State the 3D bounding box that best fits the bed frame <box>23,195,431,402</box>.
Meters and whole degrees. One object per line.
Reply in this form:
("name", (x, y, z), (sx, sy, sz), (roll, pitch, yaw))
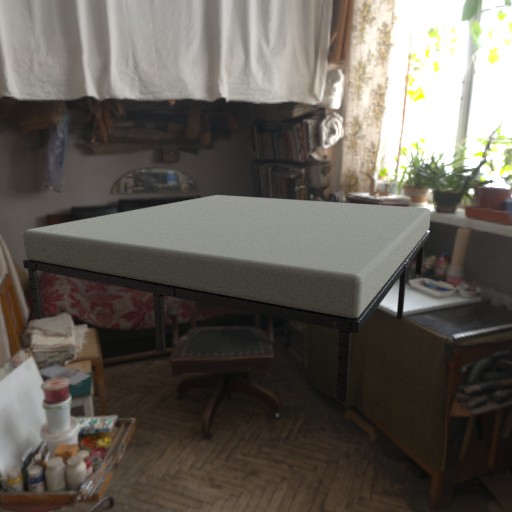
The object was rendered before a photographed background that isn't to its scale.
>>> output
("bed frame", (0.000, 0.000, 3.860), (2.526, 0.680, 2.635), (7, 16, 27))
